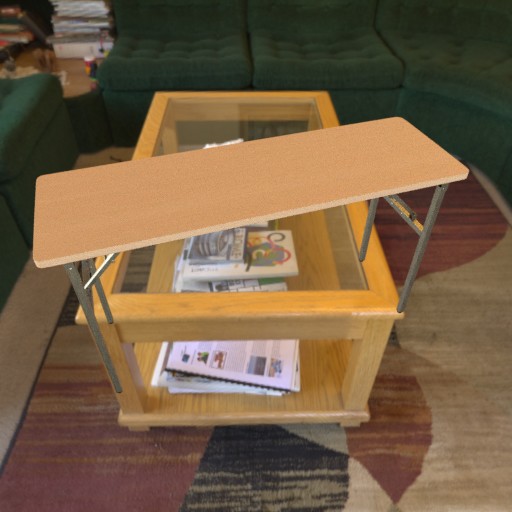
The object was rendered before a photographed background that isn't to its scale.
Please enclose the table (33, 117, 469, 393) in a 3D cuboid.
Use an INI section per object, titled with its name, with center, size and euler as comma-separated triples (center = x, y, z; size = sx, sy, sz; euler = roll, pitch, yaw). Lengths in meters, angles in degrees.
[table]
center = 0.000, 0.000, 1.743
size = 1.397, 0.750, 0.446
euler = -13, 44, -14
